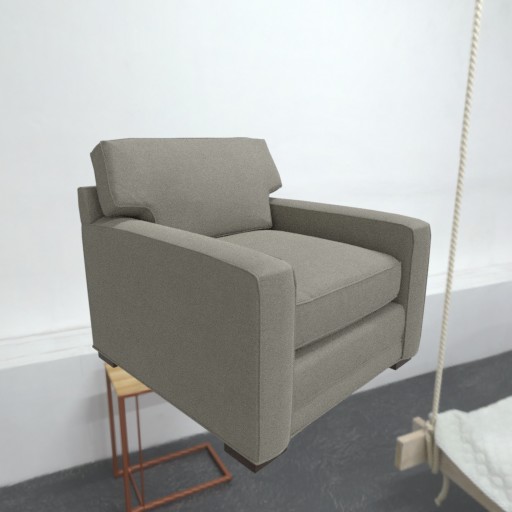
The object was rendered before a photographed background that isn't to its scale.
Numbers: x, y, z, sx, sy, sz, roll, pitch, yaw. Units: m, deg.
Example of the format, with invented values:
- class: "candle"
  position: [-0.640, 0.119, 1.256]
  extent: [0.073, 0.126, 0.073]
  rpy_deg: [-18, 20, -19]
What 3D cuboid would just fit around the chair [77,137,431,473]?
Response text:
- class: "chair"
  position: [0.000, 0.000, 1.812]
  extent: [0.999, 0.934, 1.044]
  rpy_deg: [-15, 21, -43]
